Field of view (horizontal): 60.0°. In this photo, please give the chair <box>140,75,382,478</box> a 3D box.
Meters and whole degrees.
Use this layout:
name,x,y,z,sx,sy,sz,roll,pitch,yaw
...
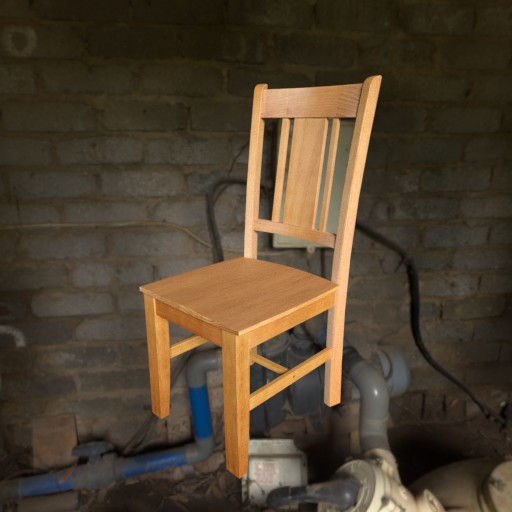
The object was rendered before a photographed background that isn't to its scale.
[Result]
name,x,y,z,sx,sy,sz,roll,pitch,yaw
chair,0.000,0.000,1.310,0.450,0.998,0.556,16,23,41
